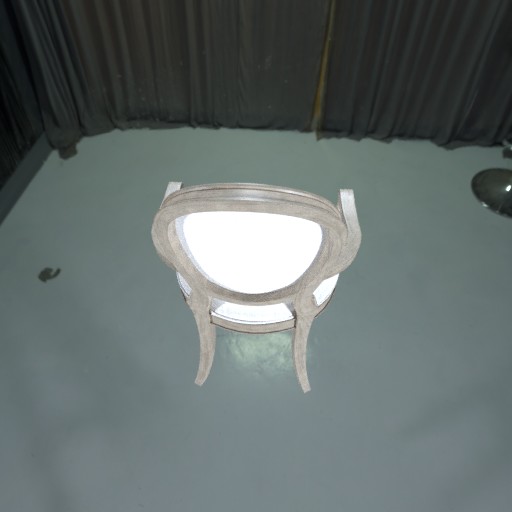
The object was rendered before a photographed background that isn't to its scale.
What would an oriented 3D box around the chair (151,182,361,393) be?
[{"bbox_3d":[0.000,0.000,1.378,0.611,0.991,0.602,3,48,3],"label":"chair"}]
